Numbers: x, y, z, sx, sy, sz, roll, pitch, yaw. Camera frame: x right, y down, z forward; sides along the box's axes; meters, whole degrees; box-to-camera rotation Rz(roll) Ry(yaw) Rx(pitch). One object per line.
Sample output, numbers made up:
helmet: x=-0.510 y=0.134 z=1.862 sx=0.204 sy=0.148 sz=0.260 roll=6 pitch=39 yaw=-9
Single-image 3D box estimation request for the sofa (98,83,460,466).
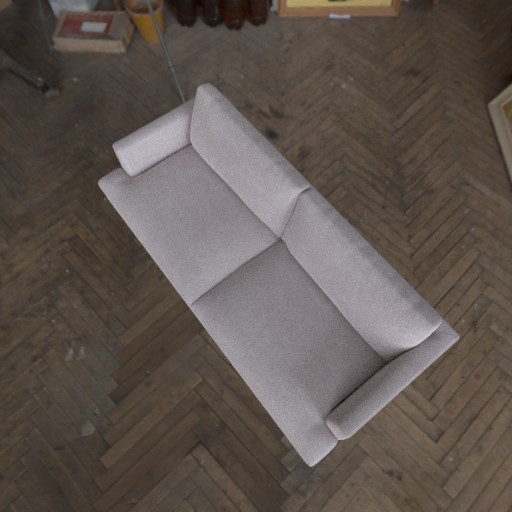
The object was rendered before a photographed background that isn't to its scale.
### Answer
sofa: x=0.000 y=0.000 z=2.772 sx=1.020 sy=0.868 sz=2.250 roll=-35 pitch=70 yaw=-15
